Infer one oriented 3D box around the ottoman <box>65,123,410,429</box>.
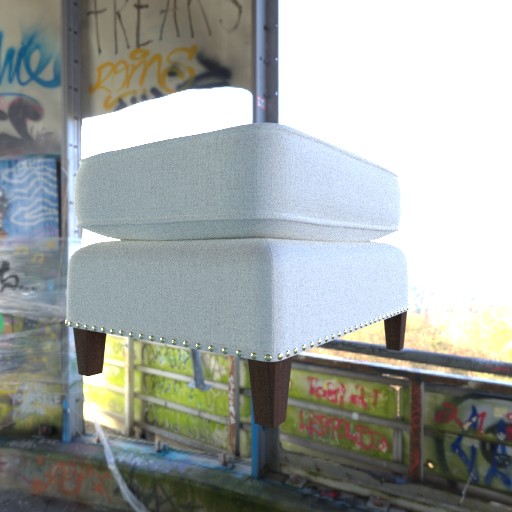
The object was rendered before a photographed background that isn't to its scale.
[{"bbox_3d":[0.000,0.000,1.145,0.589,0.537,0.738,1,1,35],"label":"ottoman"}]
